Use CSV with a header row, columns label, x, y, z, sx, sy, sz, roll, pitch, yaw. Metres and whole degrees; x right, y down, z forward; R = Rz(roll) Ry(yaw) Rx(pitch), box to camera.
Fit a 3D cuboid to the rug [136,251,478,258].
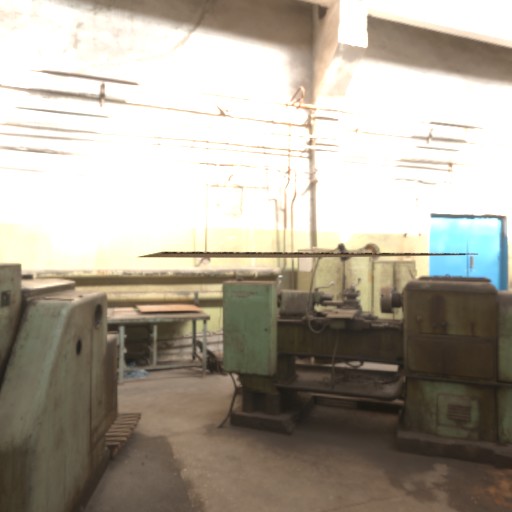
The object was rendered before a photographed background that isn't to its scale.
label,x,y,z,sx,sy,sz,roll,pitch,yaw
rug,0.000,0.000,3.099,1.544,0.010,2.435,0,-1,-17
